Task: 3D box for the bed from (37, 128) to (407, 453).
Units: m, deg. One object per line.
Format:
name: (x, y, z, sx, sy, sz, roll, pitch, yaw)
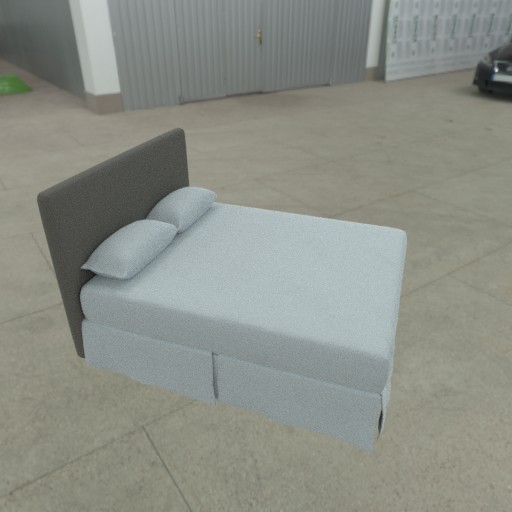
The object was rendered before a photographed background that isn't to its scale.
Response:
bed: (0.000, 0.000, 3.233, 2.142, 1.330, 1.748, 10, 31, 17)
